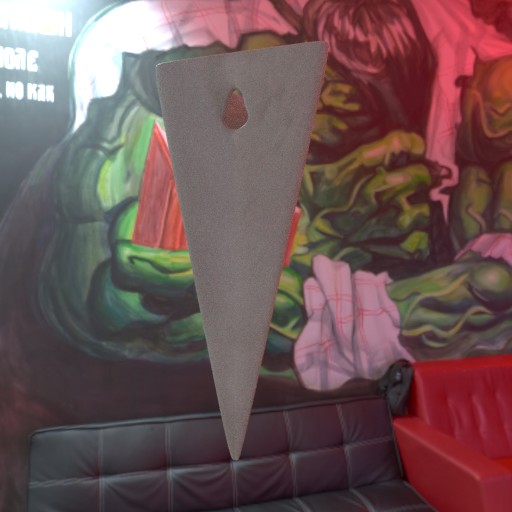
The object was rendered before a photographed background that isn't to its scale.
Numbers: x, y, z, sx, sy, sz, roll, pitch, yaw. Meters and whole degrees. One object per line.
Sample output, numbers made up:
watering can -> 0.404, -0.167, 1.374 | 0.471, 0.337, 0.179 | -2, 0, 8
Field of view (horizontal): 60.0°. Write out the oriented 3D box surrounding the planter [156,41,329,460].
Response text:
planter -> 0.000, 0.000, 0.162 | 0.058, 0.130, 0.047 | 0, 0, 17
